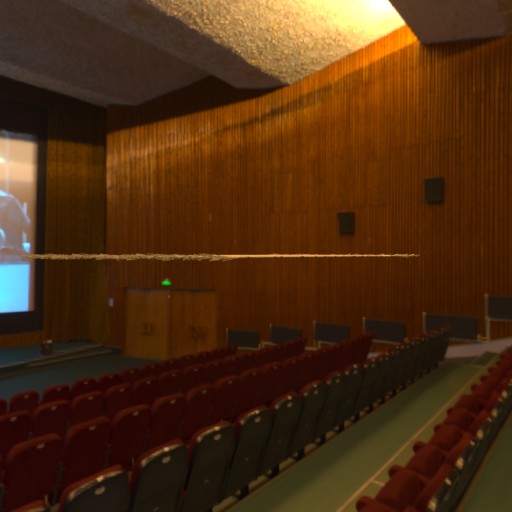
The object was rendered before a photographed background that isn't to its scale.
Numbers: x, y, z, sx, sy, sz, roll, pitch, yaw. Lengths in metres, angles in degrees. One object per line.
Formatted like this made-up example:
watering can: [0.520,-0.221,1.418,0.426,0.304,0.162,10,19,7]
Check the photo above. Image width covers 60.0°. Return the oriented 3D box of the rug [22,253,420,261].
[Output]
rug: [0.000,0.000,2.485,1.224,0.028,2.023,0,0,37]
